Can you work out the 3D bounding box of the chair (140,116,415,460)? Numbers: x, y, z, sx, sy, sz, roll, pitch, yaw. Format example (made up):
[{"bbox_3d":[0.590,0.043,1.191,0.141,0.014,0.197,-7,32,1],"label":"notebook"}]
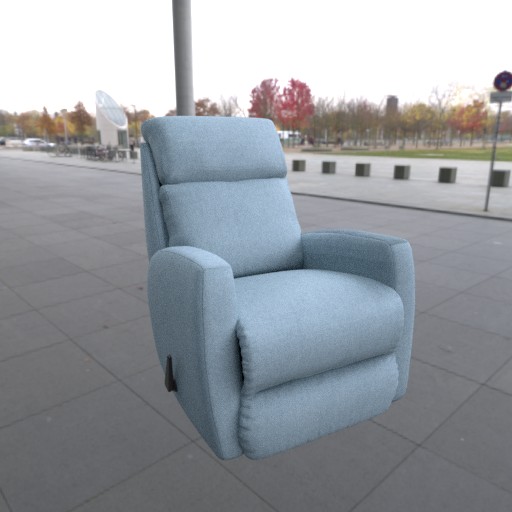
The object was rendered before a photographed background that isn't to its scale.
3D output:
[{"bbox_3d":[0.000,0.000,1.640,0.812,1.013,0.940,-8,17,-27],"label":"chair"}]
